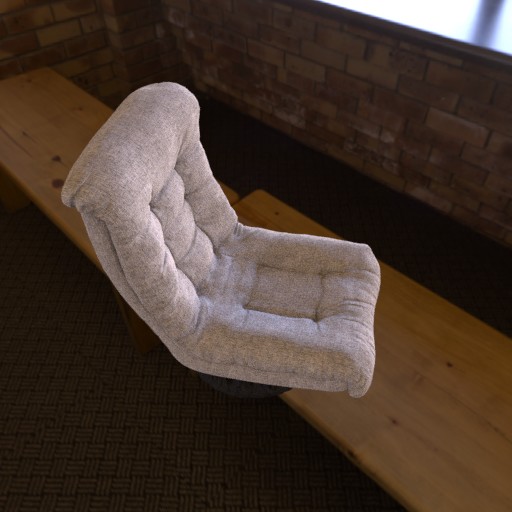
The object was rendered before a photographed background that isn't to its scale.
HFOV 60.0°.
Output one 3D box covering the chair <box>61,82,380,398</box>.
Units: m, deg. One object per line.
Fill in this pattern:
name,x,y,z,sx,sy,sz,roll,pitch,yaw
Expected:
chair,0.000,0.000,0.966,0.583,0.600,0.400,9,47,9
